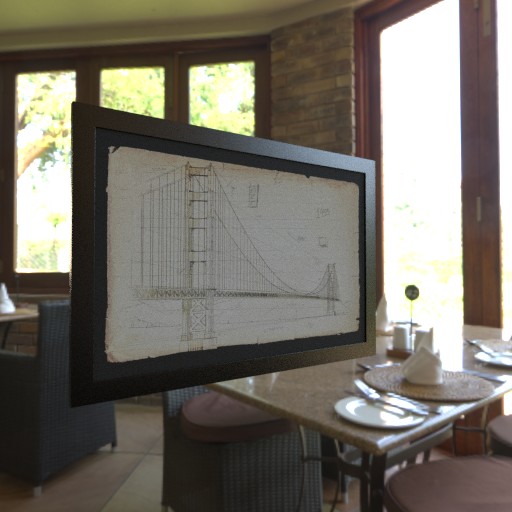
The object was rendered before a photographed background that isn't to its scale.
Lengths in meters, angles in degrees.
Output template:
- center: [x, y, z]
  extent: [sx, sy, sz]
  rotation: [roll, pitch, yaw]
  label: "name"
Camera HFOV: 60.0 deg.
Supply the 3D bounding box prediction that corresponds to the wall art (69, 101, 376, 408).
- center: [0.000, 0.000, 0.837]
  extent: [0.660, 0.447, 0.013]
  rotation: [1, -1, -35]
  label: "wall art"
